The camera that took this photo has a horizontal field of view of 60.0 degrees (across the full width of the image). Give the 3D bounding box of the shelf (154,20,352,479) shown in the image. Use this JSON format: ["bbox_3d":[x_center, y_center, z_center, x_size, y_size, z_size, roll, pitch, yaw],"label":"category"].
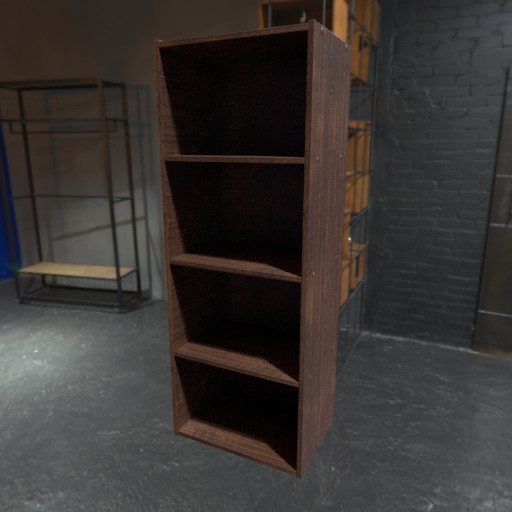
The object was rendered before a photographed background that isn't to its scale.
[{"bbox_3d":[0.000,0.000,1.247,0.415,1.099,0.290,7,16,26],"label":"shelf"}]
